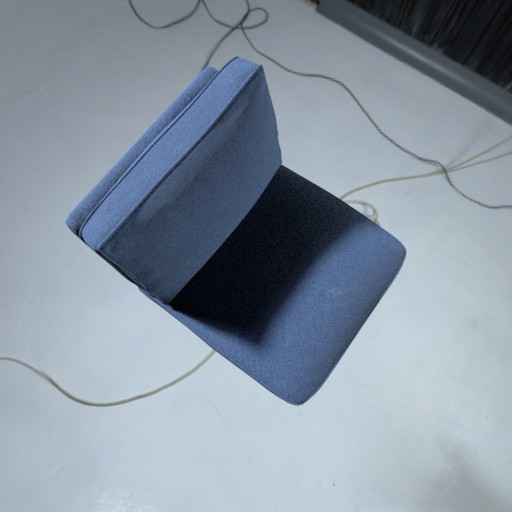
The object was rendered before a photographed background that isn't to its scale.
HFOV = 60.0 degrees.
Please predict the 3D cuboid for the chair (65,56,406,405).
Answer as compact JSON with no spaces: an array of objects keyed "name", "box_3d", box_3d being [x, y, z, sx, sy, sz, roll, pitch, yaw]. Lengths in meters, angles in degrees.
[{"name":"chair","box_3d":[0.000,0.000,1.649,0.912,1.052,0.724,36,77,10]}]
